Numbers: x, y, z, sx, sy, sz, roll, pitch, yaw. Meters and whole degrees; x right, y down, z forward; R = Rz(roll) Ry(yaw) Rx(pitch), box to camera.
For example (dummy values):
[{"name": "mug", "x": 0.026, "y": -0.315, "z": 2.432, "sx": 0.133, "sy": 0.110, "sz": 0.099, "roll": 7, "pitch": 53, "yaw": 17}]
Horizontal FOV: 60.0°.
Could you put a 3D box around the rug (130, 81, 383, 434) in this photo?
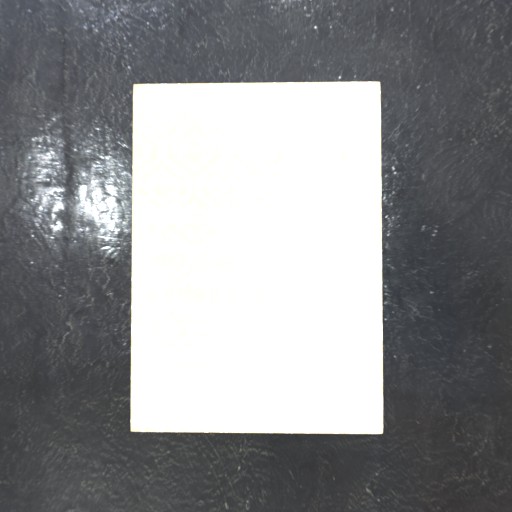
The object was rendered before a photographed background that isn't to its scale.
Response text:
[{"name": "rug", "x": 0.000, "y": 0.000, "z": 2.701, "sx": 1.524, "sy": 0.010, "sz": 2.134, "roll": 0, "pitch": 88, "yaw": 1}]
